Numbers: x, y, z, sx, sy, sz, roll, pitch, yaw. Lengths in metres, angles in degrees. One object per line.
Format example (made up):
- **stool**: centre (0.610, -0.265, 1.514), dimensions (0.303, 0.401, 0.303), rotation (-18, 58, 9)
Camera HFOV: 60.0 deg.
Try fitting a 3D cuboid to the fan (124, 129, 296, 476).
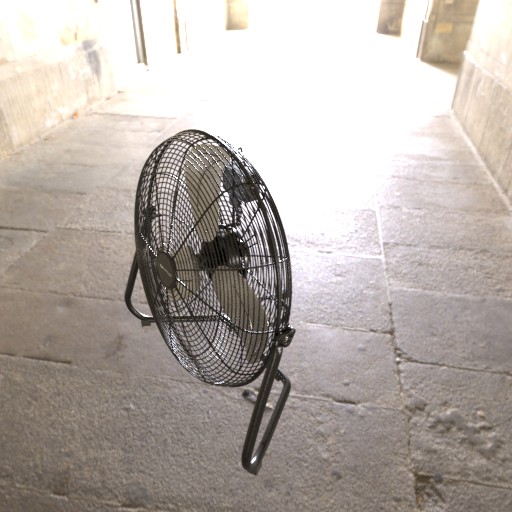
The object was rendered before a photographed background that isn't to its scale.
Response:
- **fan**: centre (0.000, 0.000, 1.014), dimensions (0.470, 0.605, 0.595), rotation (-21, 39, -29)
